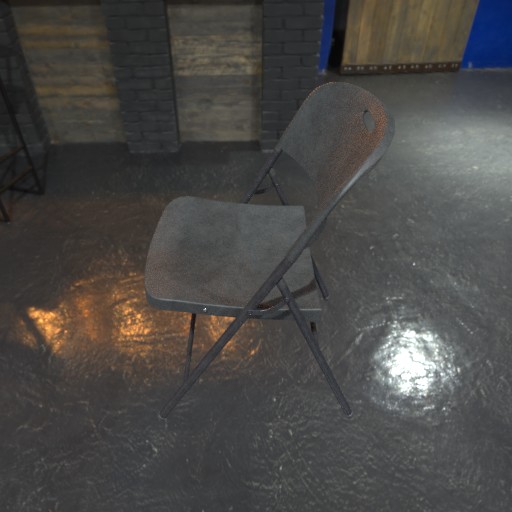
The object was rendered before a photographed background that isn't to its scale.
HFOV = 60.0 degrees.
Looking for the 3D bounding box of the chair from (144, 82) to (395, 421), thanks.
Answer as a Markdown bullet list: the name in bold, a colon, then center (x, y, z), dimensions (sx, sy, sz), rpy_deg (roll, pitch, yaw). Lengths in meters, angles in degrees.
- **chair**: center (0.000, 0.000, 1.183), dimensions (0.566, 0.810, 0.494), rpy_deg (-1, 40, -1)
